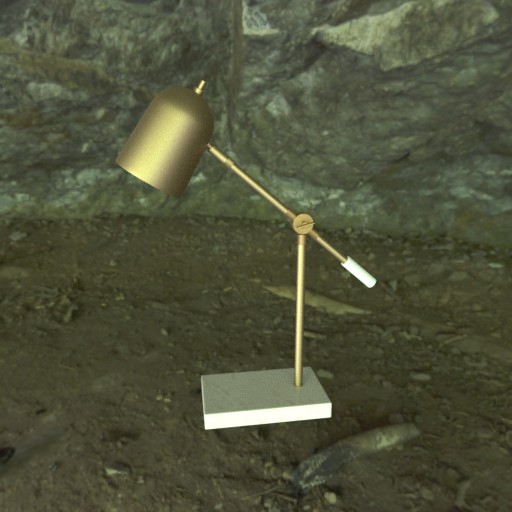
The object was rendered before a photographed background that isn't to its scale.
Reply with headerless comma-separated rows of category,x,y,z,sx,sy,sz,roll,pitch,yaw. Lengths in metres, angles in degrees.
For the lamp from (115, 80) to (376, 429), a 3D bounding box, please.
lamp,0.000,0.000,0.814,0.471,0.603,0.144,-2,14,-9
